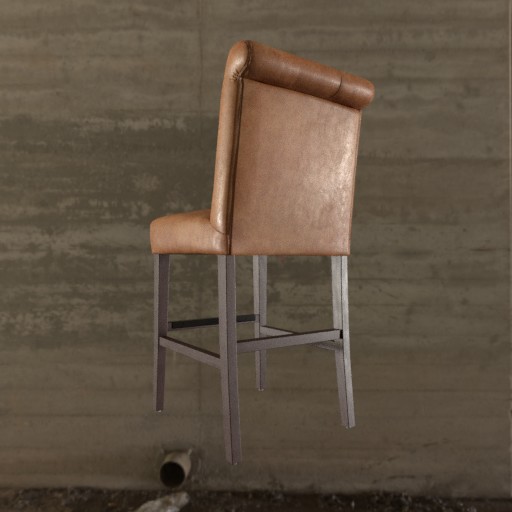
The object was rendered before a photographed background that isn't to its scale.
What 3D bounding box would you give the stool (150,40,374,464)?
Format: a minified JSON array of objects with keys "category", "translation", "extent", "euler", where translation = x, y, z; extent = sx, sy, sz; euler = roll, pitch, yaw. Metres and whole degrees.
[{"category":"stool","translation":[0.000,0.000,1.401],"extent":[0.493,1.047,0.601],"euler":[0,0,-35]}]
